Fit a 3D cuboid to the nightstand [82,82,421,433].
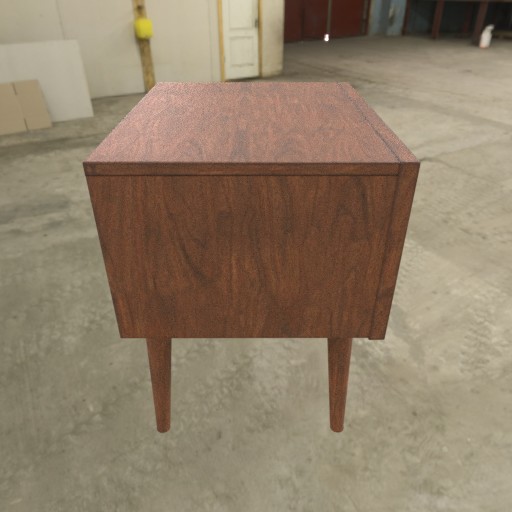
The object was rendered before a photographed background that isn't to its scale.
[{"bbox_3d":[0.000,0.000,0.947,0.445,0.607,0.521,0,32,0],"label":"nightstand"}]
